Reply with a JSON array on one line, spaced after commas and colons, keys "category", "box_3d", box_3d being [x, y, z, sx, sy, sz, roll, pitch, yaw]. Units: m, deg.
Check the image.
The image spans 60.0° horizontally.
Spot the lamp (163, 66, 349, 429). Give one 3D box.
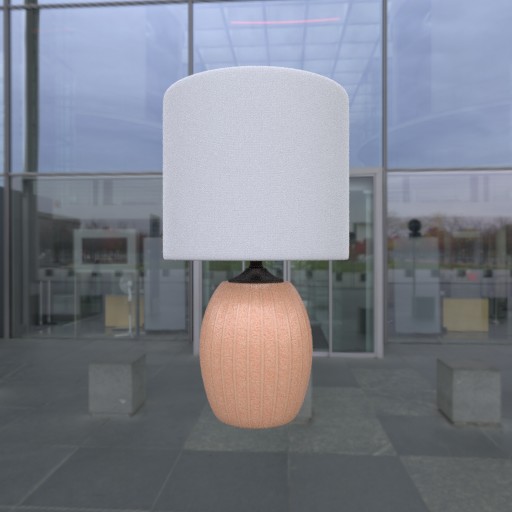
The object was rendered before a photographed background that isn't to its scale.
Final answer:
[{"category": "lamp", "box_3d": [0.000, 0.000, 0.801, 0.329, 0.570, 0.329, 0, 0, 0]}]
